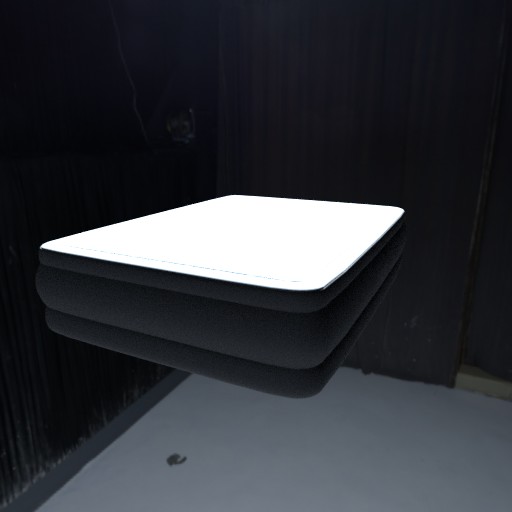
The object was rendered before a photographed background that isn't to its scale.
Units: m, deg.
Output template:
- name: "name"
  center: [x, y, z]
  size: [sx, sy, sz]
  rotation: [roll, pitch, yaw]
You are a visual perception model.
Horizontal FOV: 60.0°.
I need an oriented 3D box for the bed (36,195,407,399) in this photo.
- name: "bed"
  center: [0.000, 0.000, 2.683]
  size: [1.520, 0.460, 2.036]
  rotation: [8, 18, 26]
